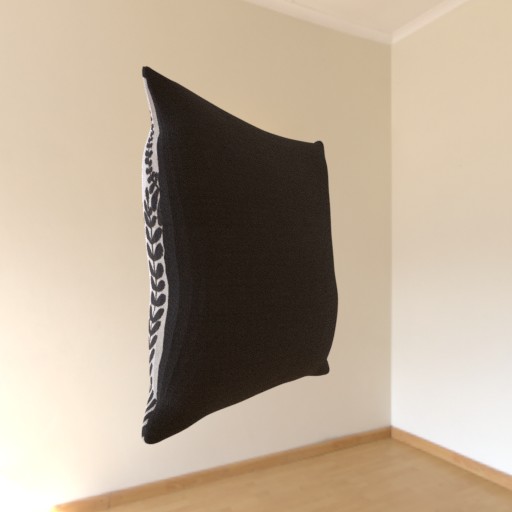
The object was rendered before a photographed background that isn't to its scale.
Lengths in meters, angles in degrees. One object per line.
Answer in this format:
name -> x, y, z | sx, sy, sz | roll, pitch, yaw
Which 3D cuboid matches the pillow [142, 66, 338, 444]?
pillow -> 0.000, 0.000, 0.674 | 0.182, 0.441, 0.440 | -1, -1, 36
